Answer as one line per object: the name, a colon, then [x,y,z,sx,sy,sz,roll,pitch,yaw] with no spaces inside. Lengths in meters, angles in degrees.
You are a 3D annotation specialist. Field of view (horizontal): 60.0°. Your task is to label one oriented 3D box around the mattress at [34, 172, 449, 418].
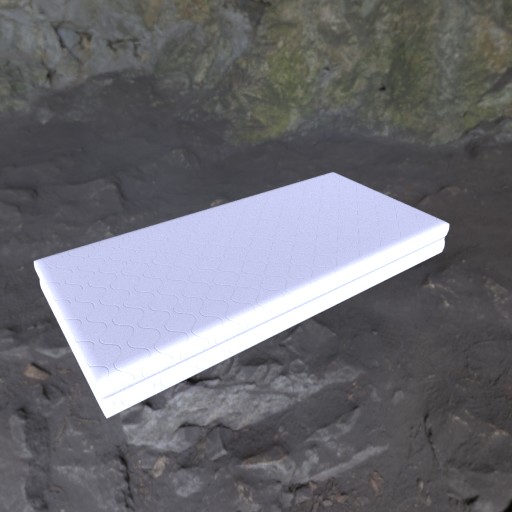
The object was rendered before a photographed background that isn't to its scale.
mattress: [0.000,0.000,2.249,1.900,0.200,0.900,-21,38,-29]
